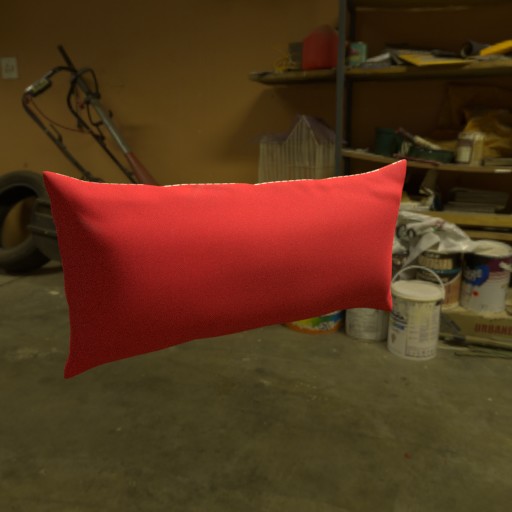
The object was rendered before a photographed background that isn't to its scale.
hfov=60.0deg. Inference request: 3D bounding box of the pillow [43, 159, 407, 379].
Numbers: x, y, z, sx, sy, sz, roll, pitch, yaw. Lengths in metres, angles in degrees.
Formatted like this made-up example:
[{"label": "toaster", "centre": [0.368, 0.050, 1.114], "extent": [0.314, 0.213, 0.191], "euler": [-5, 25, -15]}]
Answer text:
[{"label": "pillow", "centre": [0.000, 0.000, 0.724], "extent": [0.608, 0.297, 0.151], "euler": [-7, 16, -25]}]
